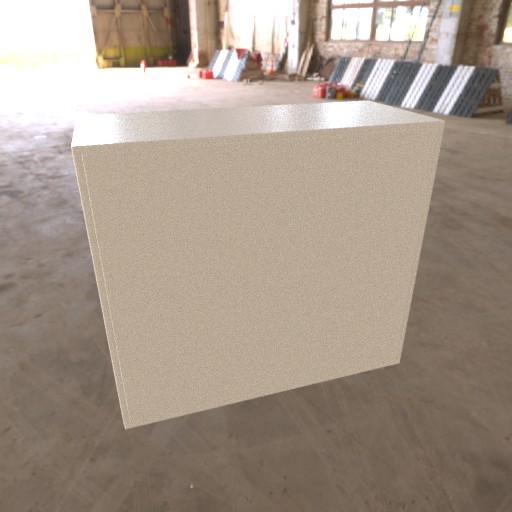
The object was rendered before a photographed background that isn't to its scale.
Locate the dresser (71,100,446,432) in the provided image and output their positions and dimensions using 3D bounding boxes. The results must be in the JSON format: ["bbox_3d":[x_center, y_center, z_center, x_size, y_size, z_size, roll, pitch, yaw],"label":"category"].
[{"bbox_3d":[0.000,0.000,1.656,1.100,1.000,0.460,-8,28,-16],"label":"dresser"}]
